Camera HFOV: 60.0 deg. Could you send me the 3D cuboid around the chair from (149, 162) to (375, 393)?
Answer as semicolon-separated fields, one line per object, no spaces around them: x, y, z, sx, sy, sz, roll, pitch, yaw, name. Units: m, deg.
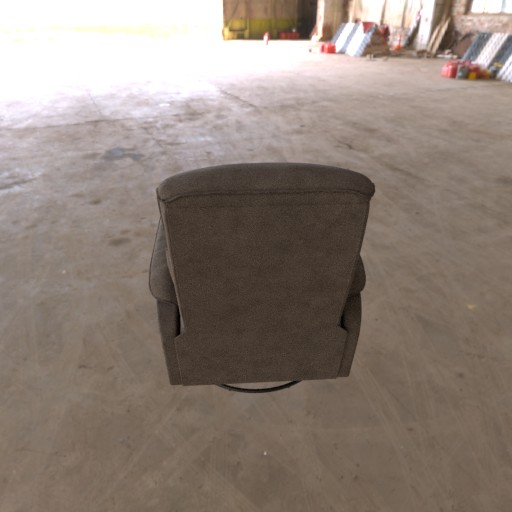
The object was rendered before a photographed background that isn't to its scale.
0.000;0.000;1.789;0.830;1.036;1.009;-2;30;-3;chair
